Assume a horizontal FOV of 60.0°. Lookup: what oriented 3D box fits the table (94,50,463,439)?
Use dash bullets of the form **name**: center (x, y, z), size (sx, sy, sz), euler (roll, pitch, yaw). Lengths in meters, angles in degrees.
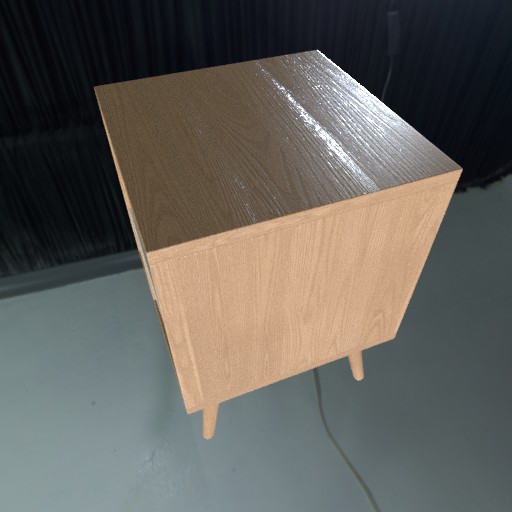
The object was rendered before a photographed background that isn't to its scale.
- **table**: center (0.000, 0.000, 0.831), size (0.400, 0.550, 0.400), euler (-16, 48, -15)
